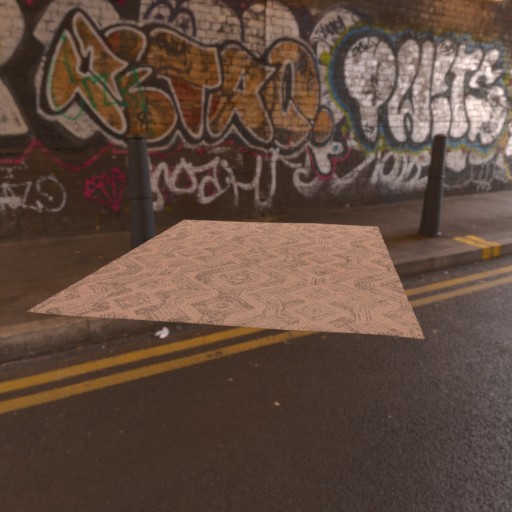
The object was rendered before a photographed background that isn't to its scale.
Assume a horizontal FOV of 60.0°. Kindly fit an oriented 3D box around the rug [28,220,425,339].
[{"bbox_3d":[0.000,0.000,4.067,2.430,0.030,3.054,3,16,10],"label":"rug"}]
